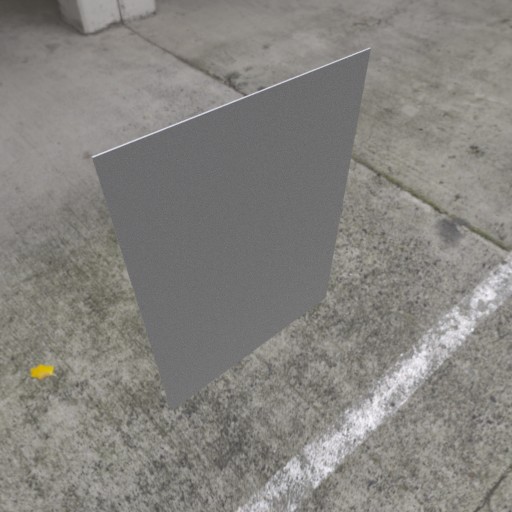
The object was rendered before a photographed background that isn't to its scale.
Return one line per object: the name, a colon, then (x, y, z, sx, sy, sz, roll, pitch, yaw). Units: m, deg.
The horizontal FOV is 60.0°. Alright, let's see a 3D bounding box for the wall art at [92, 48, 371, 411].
wall art: (0.000, 0.000, 0.794, 0.457, 0.609, 0.003, -31, 54, -27)
